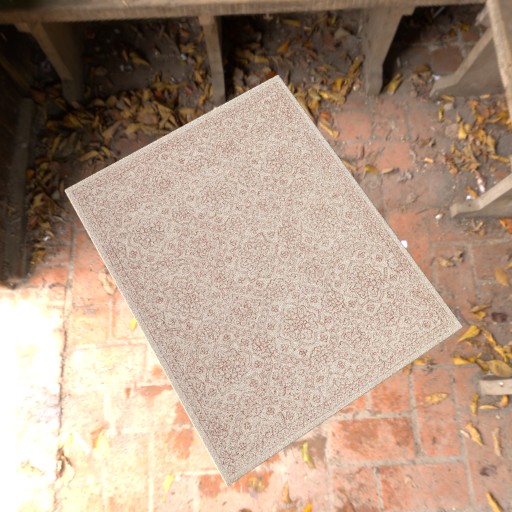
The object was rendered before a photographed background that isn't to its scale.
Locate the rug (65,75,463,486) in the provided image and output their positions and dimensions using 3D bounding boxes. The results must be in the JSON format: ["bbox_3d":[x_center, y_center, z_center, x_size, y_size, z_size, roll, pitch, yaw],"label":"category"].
[{"bbox_3d":[0.000,0.000,4.096,2.441,0.015,3.050,-31,77,-8],"label":"rug"}]
